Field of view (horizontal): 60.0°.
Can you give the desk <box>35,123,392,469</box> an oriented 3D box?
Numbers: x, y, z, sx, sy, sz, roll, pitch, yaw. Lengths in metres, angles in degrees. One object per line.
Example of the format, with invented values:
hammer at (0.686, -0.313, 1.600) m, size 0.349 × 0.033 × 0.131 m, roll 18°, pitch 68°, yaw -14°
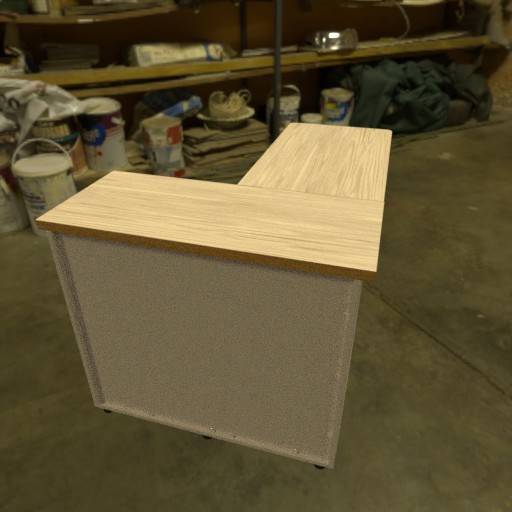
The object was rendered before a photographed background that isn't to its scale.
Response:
desk at (0.000, 0.000, 1.765) m, size 0.900 × 0.760 × 1.170 m, roll 9°, pitch 32°, yaw 14°
